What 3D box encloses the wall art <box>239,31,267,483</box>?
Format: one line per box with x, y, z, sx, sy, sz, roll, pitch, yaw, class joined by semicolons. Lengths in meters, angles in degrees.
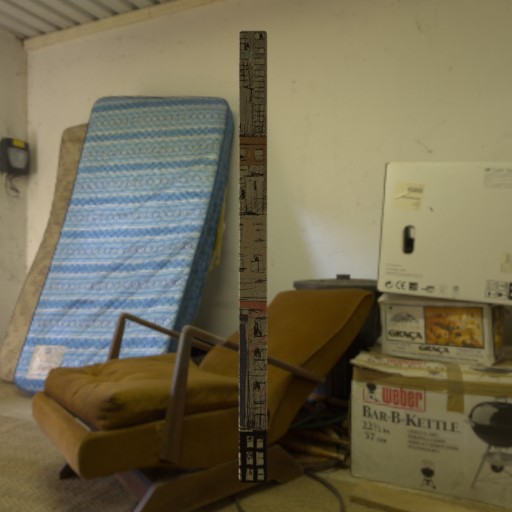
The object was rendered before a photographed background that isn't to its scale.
0.000;0.000;0.896;0.038;0.608;0.607;0;0;1;wall art
